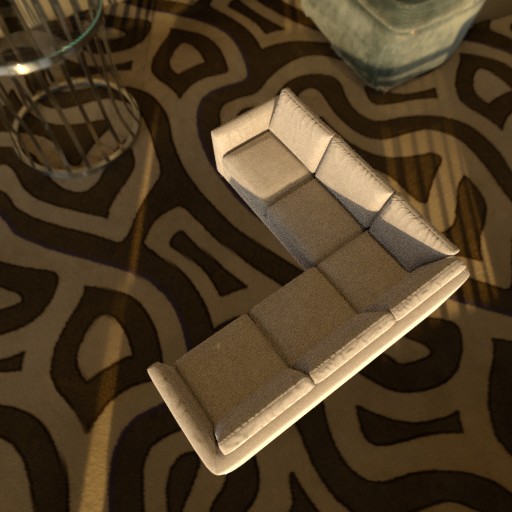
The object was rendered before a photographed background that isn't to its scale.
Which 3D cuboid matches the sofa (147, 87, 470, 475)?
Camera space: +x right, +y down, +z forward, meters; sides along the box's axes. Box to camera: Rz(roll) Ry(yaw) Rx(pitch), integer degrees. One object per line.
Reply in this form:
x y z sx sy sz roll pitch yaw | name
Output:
0.000 0.000 3.738 2.438 0.864 2.438 -33 68 -16 | sofa
